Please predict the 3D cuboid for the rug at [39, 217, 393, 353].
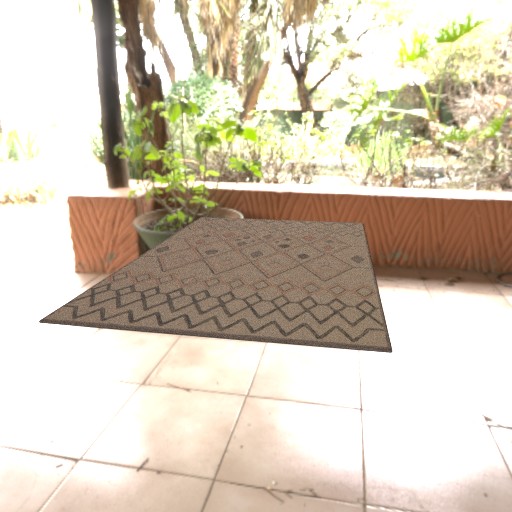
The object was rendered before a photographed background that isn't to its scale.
[{"bbox_3d":[0.000,0.000,2.990,1.524,0.015,2.438,3,16,10],"label":"rug"}]
